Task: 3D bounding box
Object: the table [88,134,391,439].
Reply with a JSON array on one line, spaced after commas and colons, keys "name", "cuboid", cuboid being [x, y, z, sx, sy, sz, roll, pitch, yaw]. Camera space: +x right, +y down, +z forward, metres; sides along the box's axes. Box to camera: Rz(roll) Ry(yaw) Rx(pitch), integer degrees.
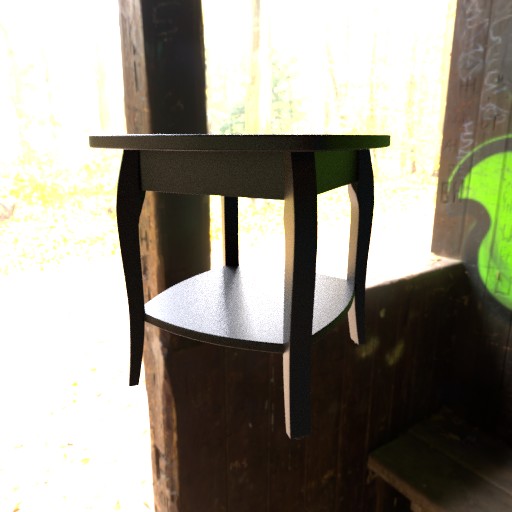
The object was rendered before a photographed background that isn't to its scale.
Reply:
[{"name": "table", "cuboid": [0.000, 0.000, 0.867, 0.457, 0.457, 0.508, 8, 17, 26]}]
